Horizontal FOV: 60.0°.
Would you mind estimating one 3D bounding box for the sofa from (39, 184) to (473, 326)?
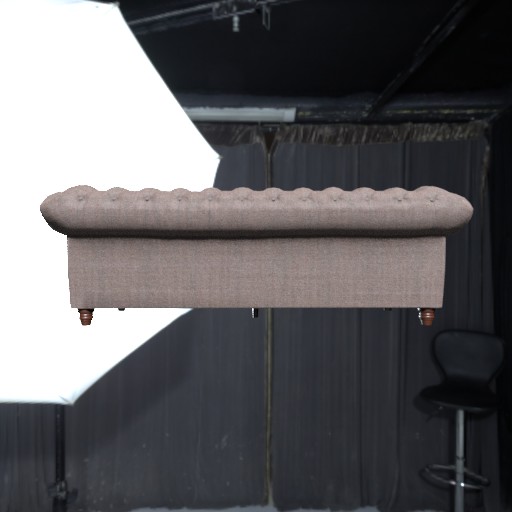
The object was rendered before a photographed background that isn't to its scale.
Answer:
[{"bbox_3d":[0.000,0.000,2.783,2.385,0.787,0.944,0,0,-1],"label":"sofa"}]
